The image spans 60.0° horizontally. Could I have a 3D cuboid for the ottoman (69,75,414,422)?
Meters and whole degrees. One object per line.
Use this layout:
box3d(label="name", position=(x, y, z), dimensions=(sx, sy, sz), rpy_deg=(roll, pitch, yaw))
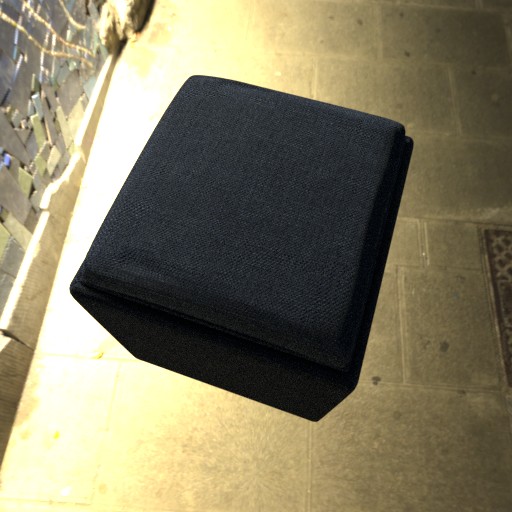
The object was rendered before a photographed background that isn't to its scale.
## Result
box3d(label="ottoman", position=(0.000, 0.000, 0.860), dimensions=(0.436, 0.493, 0.454), rpy_deg=(17, 65, 8))
